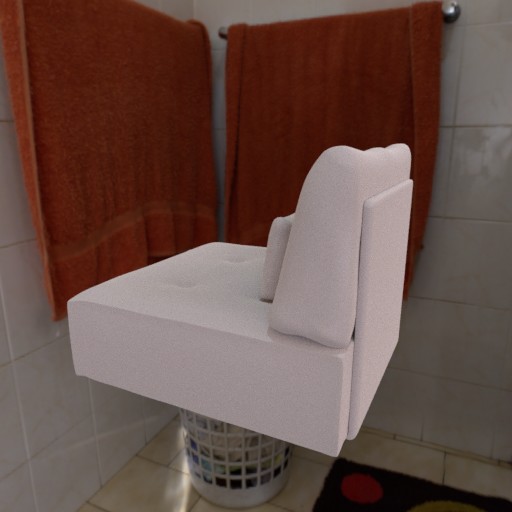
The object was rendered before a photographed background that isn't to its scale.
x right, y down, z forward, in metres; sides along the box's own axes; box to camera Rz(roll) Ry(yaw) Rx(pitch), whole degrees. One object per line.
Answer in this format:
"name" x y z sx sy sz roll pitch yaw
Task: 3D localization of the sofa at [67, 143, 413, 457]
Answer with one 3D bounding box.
"sofa" 0.000 0.000 1.681 1.000 0.828 0.935 7 16 26
